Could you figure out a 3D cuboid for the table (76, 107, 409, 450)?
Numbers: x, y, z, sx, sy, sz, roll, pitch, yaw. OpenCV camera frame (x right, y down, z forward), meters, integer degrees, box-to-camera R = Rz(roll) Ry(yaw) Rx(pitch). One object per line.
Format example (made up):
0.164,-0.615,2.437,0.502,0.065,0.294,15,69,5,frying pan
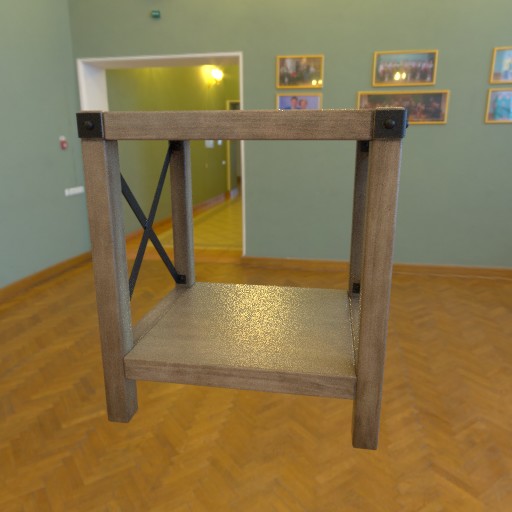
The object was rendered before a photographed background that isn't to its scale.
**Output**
0.000,0.000,0.931,0.510,0.561,0.459,2,15,9,table
